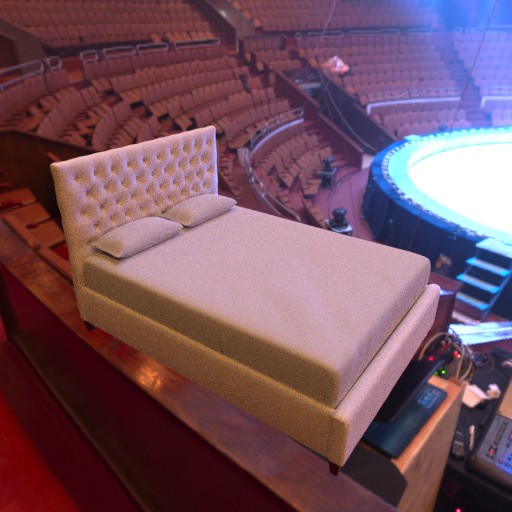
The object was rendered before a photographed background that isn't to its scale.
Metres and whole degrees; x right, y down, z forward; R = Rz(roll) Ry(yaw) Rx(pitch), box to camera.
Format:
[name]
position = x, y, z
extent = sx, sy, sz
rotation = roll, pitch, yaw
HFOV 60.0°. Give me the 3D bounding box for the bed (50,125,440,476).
[bed]
position = 0.000, 0.000, 3.373
extent = 2.387, 1.427, 1.698
rotation = 19, 33, 32
